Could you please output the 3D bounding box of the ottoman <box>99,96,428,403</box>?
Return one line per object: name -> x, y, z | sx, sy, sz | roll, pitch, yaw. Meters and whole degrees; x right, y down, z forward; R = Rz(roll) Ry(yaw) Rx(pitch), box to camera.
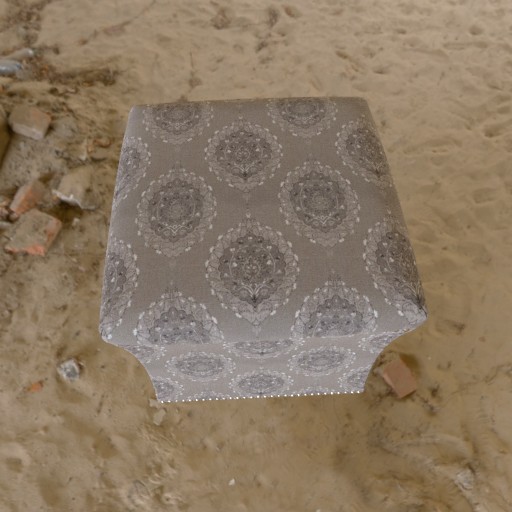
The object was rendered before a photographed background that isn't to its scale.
ottoman -> 0.000, 0.000, 0.927 | 0.497, 0.473, 0.507 | -2, 58, -2
